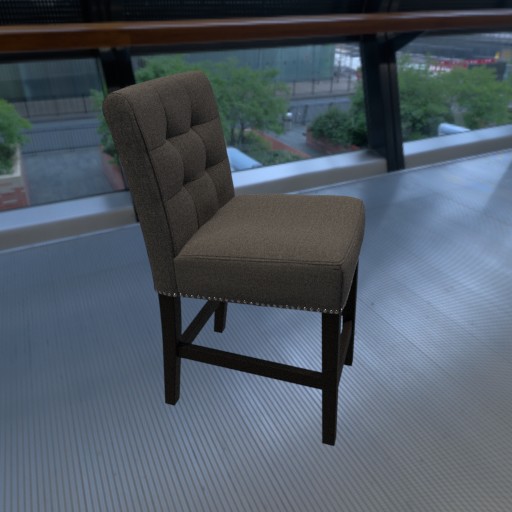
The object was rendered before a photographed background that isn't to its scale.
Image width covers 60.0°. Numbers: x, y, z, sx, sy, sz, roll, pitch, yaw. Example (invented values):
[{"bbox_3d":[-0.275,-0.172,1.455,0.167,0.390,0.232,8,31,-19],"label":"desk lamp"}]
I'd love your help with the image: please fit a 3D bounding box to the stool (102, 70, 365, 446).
[{"bbox_3d":[0.000,0.000,1.209,0.571,0.885,0.427,9,30,16],"label":"stool"}]
